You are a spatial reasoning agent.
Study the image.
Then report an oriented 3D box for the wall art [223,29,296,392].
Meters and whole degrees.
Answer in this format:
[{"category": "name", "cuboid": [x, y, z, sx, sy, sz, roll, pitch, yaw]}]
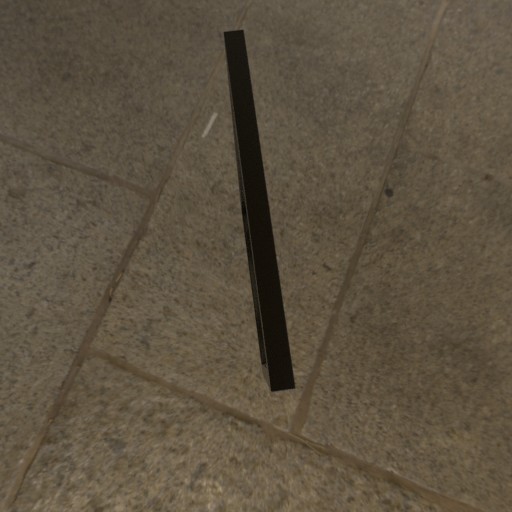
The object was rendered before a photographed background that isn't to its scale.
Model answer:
[{"category": "wall art", "cuboid": [0.000, 0.000, 0.586, 0.019, 0.455, 0.314, -7, 77, -2]}]
